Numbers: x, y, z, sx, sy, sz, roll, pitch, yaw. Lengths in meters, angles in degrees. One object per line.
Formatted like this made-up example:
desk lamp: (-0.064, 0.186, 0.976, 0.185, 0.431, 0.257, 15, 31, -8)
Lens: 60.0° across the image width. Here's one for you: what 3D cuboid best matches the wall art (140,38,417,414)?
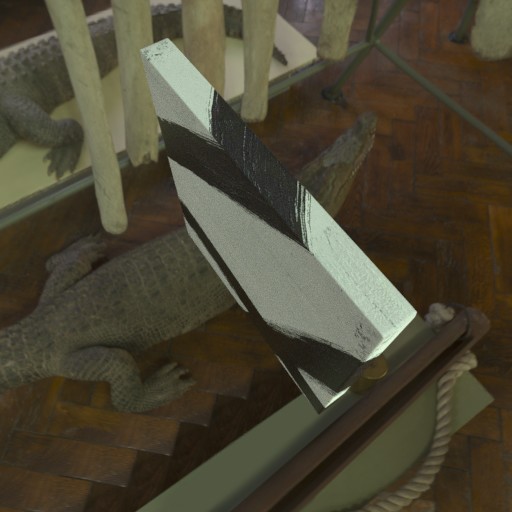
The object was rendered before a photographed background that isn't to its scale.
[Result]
wall art: (0.000, 0.000, 0.754, 0.050, 0.508, 0.507, -31, 67, -15)
